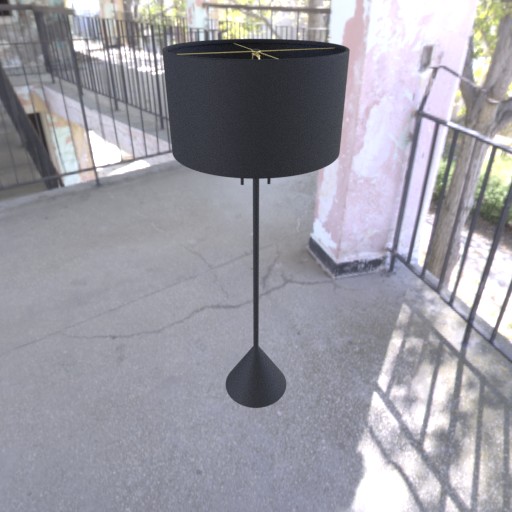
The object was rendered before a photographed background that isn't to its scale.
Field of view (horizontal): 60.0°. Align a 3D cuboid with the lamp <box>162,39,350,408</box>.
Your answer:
[{"bbox_3d":[0.000,0.000,1.782,0.580,1.526,0.580,-10,32,-16],"label":"lamp"}]
